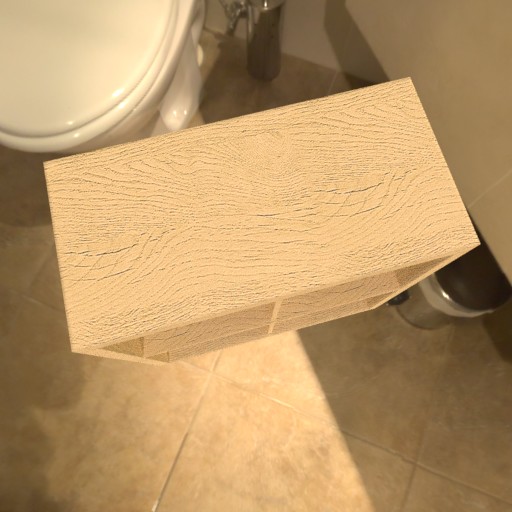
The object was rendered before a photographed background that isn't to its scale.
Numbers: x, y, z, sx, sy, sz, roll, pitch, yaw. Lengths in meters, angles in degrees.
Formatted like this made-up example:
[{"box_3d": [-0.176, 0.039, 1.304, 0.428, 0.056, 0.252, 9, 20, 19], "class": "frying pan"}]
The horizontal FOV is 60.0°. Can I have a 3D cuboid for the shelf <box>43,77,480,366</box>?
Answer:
[{"box_3d": [0.000, 0.000, 1.254, 0.790, 0.786, 0.390, -14, 75, -4], "class": "shelf"}]
